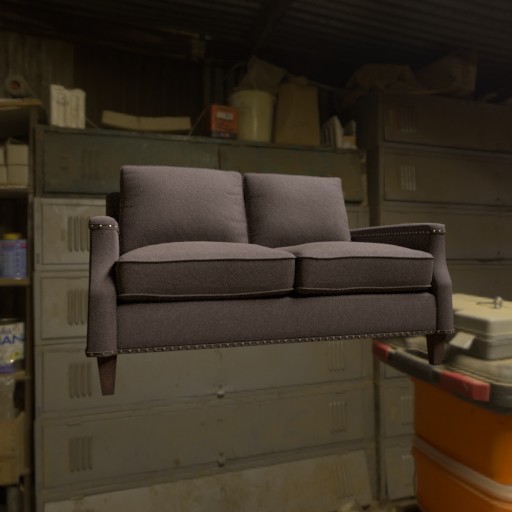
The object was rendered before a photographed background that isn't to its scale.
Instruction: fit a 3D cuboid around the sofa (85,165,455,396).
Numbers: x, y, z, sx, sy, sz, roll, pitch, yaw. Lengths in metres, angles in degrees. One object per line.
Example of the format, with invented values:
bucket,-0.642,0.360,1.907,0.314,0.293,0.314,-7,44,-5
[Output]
sofa,0.000,0.000,2.292,1.597,1.003,1.084,0,1,-17
